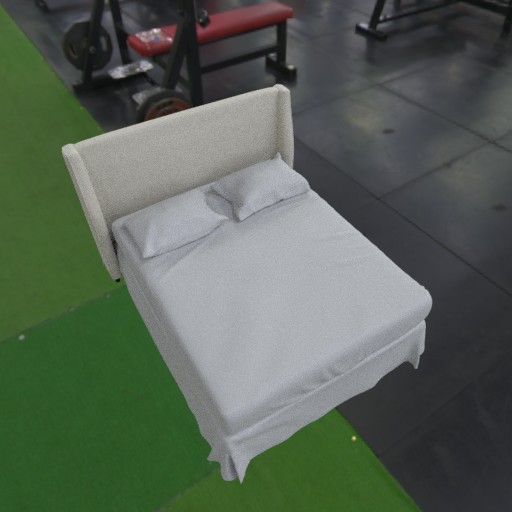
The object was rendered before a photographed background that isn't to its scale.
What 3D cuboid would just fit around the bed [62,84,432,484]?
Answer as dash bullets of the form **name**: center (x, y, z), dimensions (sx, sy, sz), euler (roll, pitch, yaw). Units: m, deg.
- **bed**: center (0.000, 0.000, 3.316), dimensions (1.925, 1.332, 2.276), euler (-24, 51, -21)
